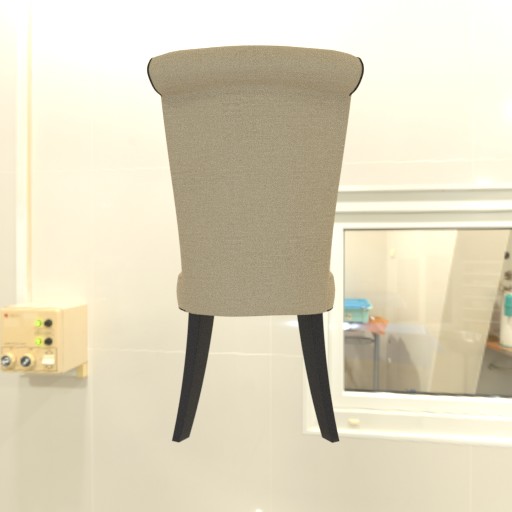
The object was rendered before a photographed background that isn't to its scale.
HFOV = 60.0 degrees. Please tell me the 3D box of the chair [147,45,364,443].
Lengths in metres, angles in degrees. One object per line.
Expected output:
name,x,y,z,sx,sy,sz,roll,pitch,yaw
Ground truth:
chair,0.000,0.000,1.328,0.522,0.997,0.623,0,1,0
